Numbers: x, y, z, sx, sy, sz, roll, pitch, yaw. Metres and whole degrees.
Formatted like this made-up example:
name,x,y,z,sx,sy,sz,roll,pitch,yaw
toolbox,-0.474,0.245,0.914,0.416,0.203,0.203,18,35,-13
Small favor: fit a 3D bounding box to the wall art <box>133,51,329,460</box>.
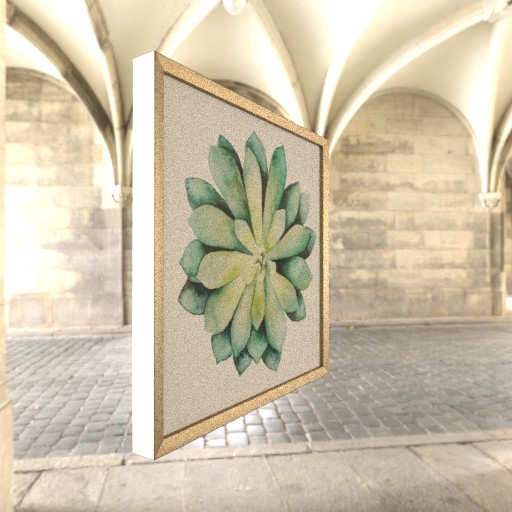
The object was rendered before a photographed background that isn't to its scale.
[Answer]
name,x,y,z,sx,sy,sz,roll,pitch,yaw
wall art,0.000,0.000,0.765,0.040,0.506,0.503,0,0,34
